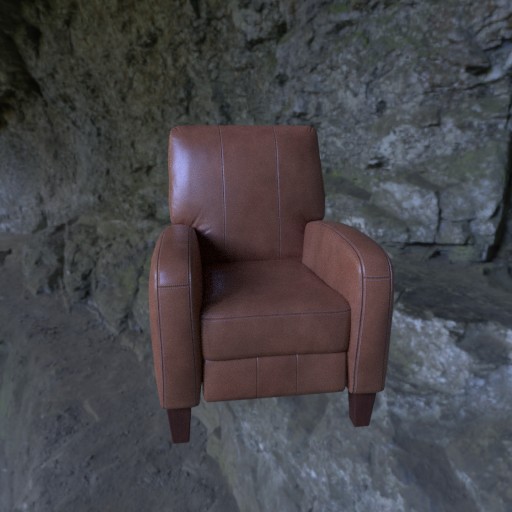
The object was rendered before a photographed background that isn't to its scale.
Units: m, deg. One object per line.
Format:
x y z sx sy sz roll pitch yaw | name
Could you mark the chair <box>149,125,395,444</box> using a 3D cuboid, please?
0.000 0.000 1.738 0.762 0.990 0.990 -2 16 -8 | chair
